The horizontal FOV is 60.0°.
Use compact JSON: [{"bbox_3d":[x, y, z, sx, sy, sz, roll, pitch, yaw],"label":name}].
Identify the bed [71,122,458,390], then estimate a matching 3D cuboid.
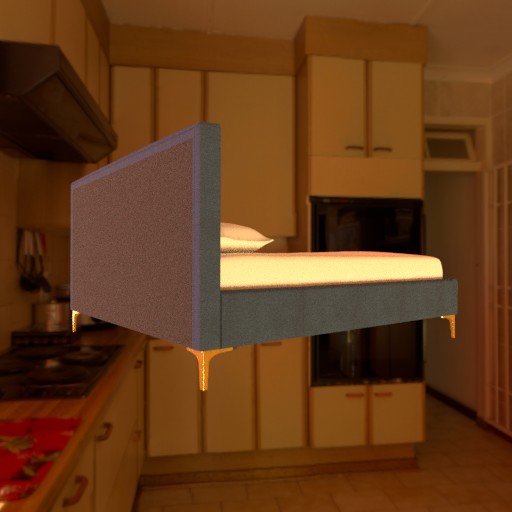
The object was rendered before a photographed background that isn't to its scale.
[{"bbox_3d":[0.000,0.000,3.478,2.232,1.231,2.096,0,-1,-38],"label":"bed"}]
